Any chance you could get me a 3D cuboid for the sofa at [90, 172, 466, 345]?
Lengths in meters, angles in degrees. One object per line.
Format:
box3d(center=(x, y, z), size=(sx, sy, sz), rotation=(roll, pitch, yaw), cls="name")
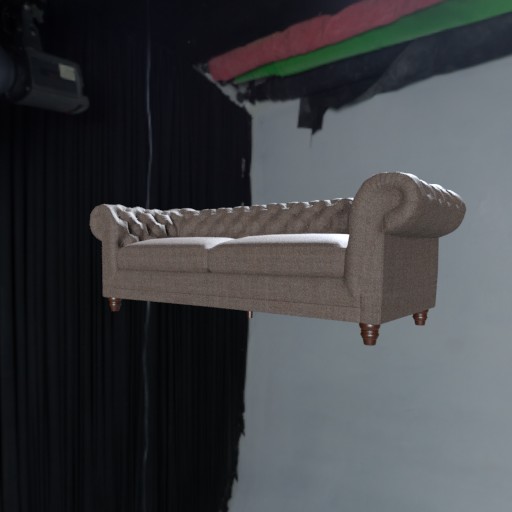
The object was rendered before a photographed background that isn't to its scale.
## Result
box3d(center=(0.000, 0.000, 2.869), size=(2.385, 0.787, 0.944), rotation=(0, 0, 38), cls="sofa")
